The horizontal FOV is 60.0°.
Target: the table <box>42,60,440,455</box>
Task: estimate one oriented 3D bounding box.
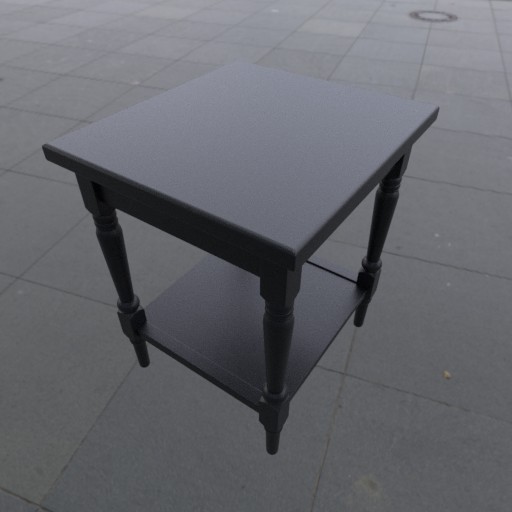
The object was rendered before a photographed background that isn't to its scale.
[{"bbox_3d":[0.000,0.000,0.898,0.442,0.565,0.488,24,46,26],"label":"table"}]
